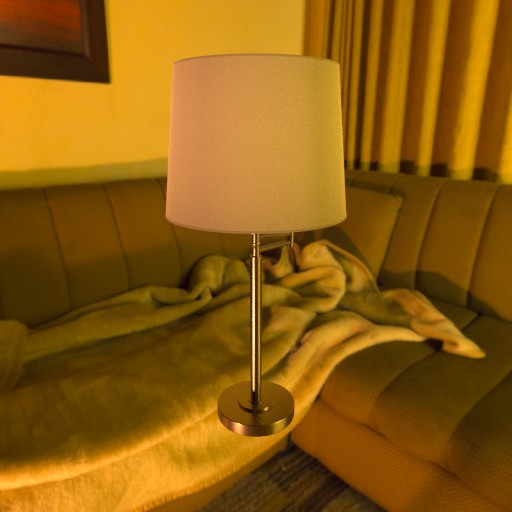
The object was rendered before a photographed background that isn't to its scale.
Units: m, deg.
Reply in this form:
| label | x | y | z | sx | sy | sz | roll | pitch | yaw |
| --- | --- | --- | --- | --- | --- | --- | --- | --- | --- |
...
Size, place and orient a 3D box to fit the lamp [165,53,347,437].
| label | x | y | z | sx | sy | sz | roll | pitch | yaw |
| --- | --- | --- | --- | --- | --- | --- | --- | --- | --- |
| lamp | 0.000 | 0.000 | 0.853 | 0.333 | 0.696 | 0.333 | 0 | 16 | 0 |
